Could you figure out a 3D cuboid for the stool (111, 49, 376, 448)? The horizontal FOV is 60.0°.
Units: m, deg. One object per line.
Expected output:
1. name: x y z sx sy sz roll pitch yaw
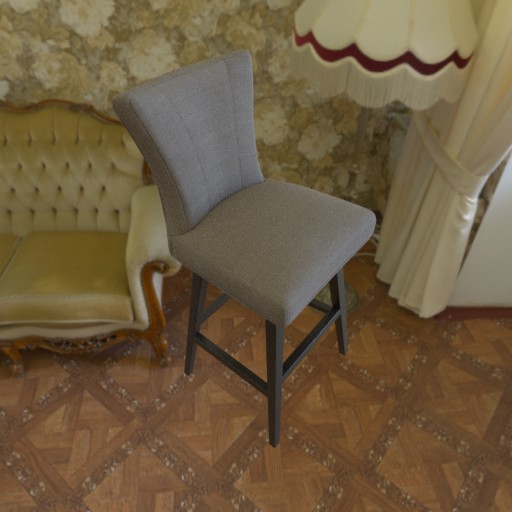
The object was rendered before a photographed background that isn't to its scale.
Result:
1. stool: 0.000 0.000 1.439 0.574 1.086 0.514 27 47 28
